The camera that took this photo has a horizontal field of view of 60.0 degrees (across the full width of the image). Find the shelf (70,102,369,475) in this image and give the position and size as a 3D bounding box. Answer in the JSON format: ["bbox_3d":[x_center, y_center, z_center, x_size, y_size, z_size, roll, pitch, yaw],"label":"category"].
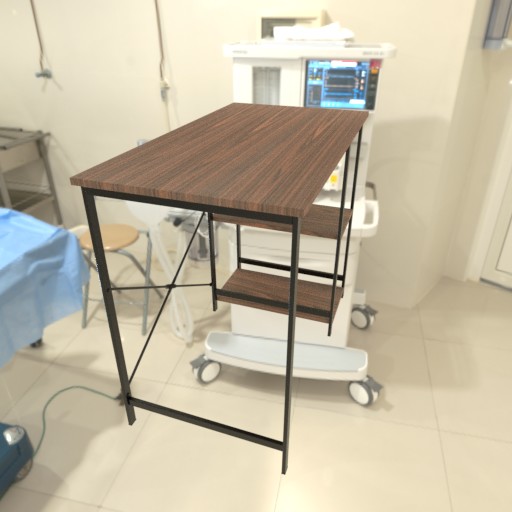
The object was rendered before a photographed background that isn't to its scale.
[{"bbox_3d":[0.000,0.000,1.396,0.498,0.750,0.902,10,31,17],"label":"shelf"}]
